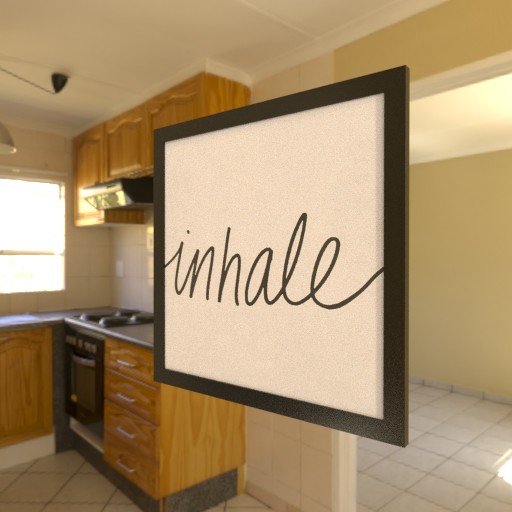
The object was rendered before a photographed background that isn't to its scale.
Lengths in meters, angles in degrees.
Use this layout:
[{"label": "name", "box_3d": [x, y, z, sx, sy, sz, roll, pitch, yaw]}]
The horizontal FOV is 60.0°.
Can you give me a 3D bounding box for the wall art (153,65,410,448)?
[{"label": "wall art", "box_3d": [0.000, 0.000, 0.654, 0.446, 0.445, 0.014, 0, 0, 37]}]
